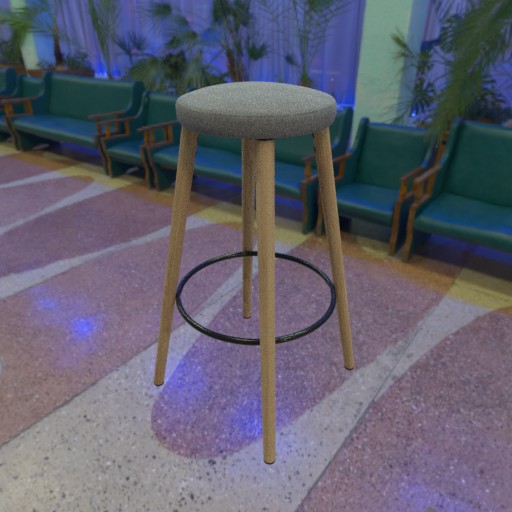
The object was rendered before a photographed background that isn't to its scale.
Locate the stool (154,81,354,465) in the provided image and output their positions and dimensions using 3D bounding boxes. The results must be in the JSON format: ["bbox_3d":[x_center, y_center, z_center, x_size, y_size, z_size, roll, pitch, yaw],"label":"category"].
[{"bbox_3d":[0.000,0.000,1.062,0.410,0.770,0.410,21,36,33],"label":"stool"}]
